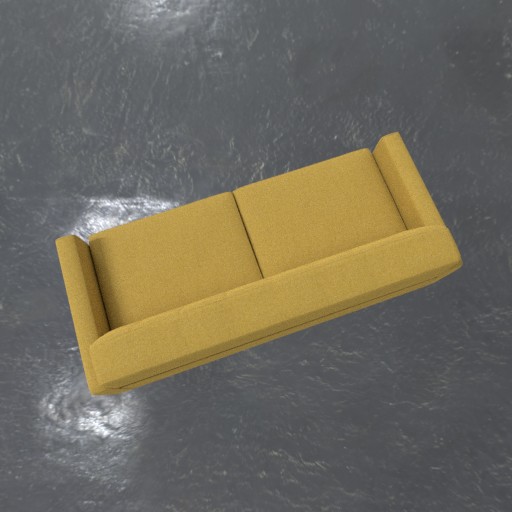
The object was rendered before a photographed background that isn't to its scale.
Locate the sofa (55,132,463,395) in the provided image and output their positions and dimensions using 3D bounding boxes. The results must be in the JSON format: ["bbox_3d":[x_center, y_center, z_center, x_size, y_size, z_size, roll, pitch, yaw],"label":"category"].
[{"bbox_3d":[0.000,0.000,2.522,2.029,0.841,0.909,-18,75,-5],"label":"sofa"}]
